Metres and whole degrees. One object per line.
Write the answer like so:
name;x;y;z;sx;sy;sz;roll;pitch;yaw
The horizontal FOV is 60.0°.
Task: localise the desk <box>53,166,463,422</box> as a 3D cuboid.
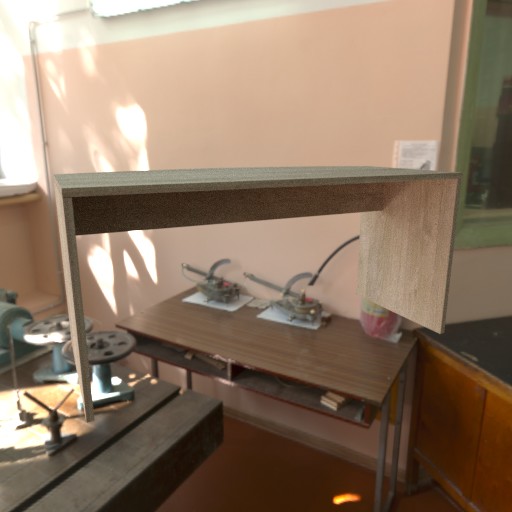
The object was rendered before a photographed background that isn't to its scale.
desk;0.000;0.000;2.022;1.600;0.752;0.802;-7;16;-25
